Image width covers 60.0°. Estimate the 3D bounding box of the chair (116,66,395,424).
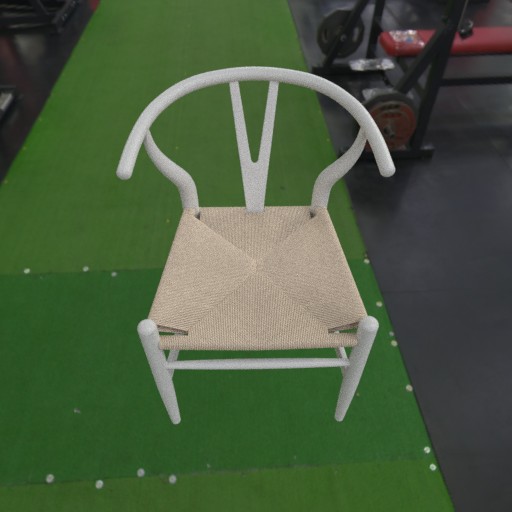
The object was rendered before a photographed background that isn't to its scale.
[{"bbox_3d":[0.000,0.000,1.135,0.569,0.730,0.579,-1,47,-1],"label":"chair"}]
